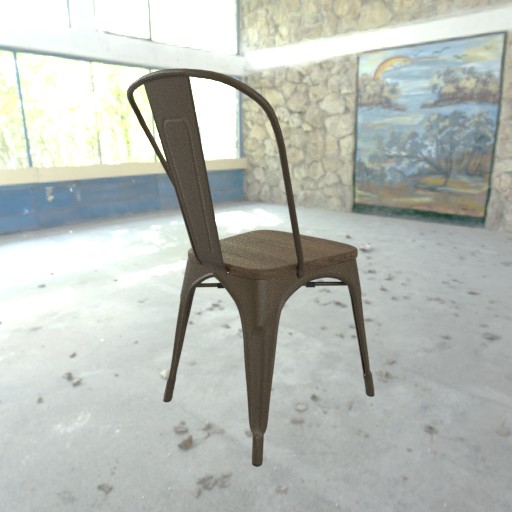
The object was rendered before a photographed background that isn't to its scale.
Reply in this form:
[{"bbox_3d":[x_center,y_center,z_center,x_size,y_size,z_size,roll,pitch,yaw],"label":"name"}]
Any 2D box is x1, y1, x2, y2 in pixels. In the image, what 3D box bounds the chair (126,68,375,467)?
[{"bbox_3d":[0.000,0.000,1.145,0.451,0.844,0.532,14,21,43],"label":"chair"}]
